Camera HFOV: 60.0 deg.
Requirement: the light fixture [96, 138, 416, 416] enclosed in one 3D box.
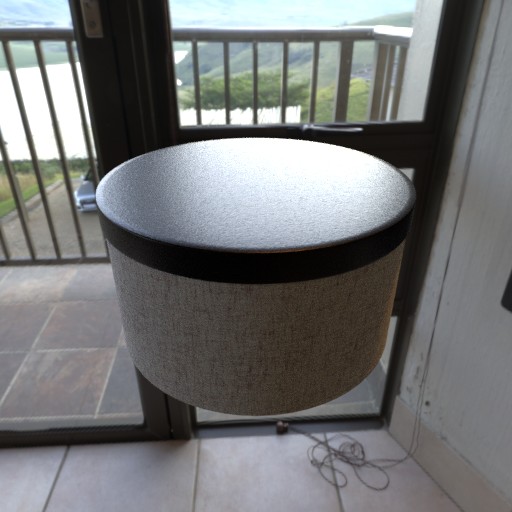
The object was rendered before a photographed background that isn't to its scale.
[{"bbox_3d":[0.000,0.000,0.619,0.389,0.229,0.389,0,30,0],"label":"light fixture"}]
